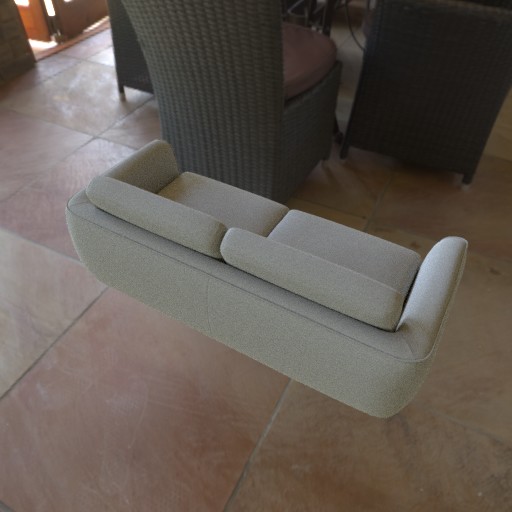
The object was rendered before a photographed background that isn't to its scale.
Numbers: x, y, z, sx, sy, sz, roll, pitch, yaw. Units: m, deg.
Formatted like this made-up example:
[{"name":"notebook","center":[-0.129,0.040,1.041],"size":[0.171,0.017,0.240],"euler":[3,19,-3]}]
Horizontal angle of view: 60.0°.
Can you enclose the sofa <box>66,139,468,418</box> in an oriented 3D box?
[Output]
[{"name":"sofa","center":[0.000,0.000,2.415],"size":[2.000,0.850,0.920],"euler":[22,49,21]}]
